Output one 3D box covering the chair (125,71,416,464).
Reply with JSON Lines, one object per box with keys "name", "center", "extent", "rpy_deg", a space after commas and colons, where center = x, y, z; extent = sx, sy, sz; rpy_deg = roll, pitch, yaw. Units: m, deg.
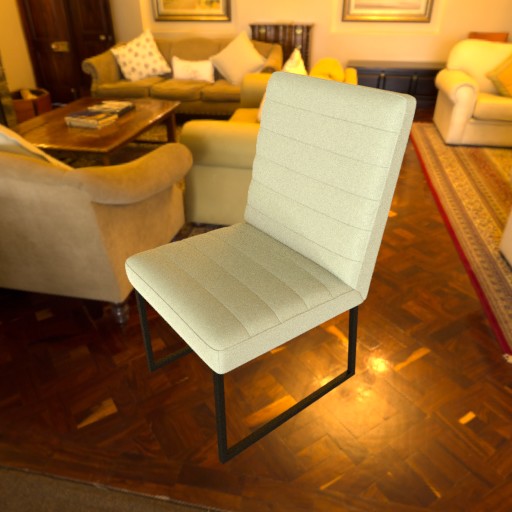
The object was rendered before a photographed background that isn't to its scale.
{"name": "chair", "center": [0.000, 0.000, 1.319], "extent": [0.634, 0.930, 0.520], "rpy_deg": [-22, 37, -32]}
